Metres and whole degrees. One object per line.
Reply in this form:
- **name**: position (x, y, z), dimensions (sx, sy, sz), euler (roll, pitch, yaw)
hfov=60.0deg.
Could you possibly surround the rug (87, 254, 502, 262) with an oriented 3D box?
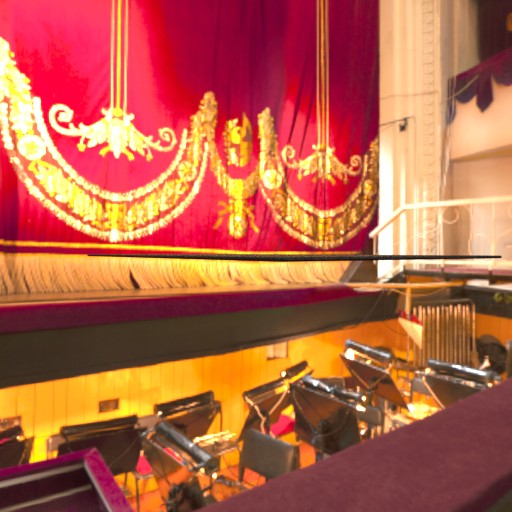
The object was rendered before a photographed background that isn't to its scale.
- **rug**: position (0.000, 0.000, 2.941), dimensions (1.526, 0.015, 2.441), euler (0, 1, -36)
